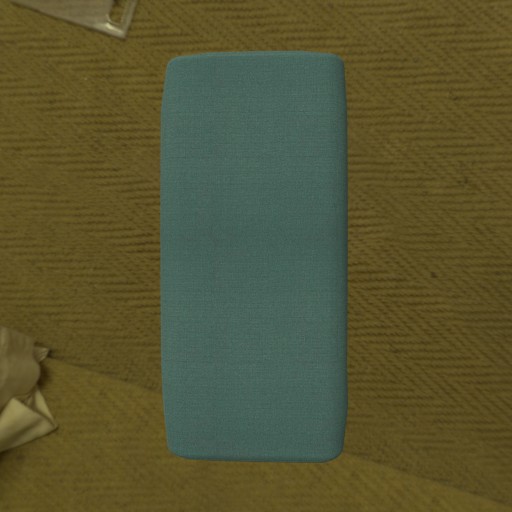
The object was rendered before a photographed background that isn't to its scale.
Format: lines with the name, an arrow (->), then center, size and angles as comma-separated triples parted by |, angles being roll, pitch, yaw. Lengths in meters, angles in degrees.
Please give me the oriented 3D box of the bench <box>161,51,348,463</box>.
bench -> 0.000, 0.000, 1.273 | 0.476, 0.474, 0.995 | 0, 91, 2
